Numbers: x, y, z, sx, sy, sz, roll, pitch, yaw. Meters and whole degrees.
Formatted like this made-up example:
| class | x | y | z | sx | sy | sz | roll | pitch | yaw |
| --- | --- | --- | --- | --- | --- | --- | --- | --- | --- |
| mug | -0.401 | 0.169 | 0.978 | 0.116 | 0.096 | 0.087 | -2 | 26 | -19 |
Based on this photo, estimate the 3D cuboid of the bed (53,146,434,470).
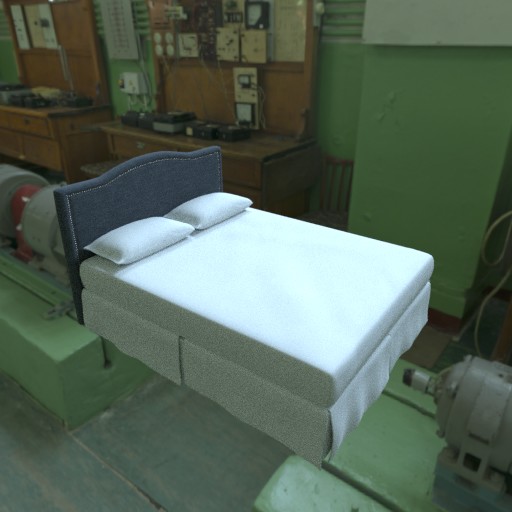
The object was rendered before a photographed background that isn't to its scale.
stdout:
| class | x | y | z | sx | sy | sz | roll | pitch | yaw |
| --- | --- | --- | --- | --- | --- | --- | --- | --- | --- |
| bed | 0.000 | 0.000 | 3.947 | 2.689 | 1.457 | 2.161 | 18 | 31 | 32 |
